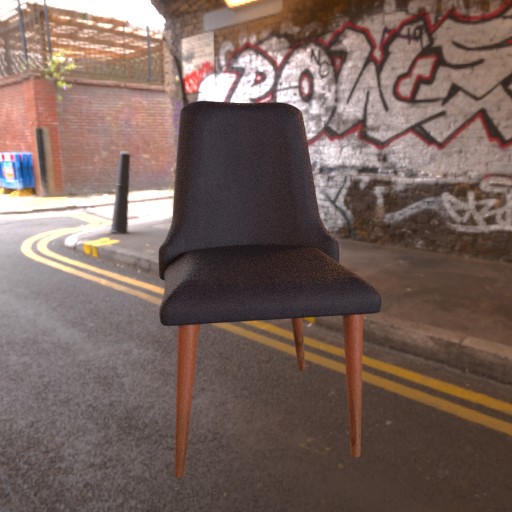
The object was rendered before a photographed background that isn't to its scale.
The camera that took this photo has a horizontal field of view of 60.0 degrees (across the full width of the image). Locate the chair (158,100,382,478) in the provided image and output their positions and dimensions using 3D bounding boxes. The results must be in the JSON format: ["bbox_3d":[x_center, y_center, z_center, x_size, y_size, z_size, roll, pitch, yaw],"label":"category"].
[{"bbox_3d":[0.000,0.000,1.152,0.504,0.820,0.567,-2,13,-9],"label":"chair"}]
